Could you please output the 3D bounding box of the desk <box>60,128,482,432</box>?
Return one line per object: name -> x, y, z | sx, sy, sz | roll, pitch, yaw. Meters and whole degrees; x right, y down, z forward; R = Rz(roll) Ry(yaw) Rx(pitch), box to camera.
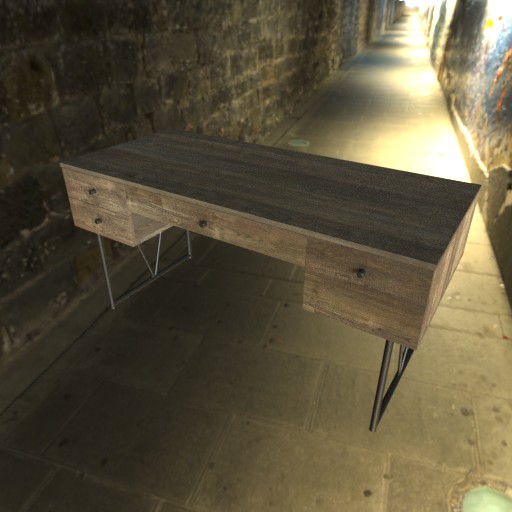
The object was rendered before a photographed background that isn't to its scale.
desk -> 0.000, 0.000, 2.012 | 1.600, 0.780, 0.730 | 18, 34, 28
